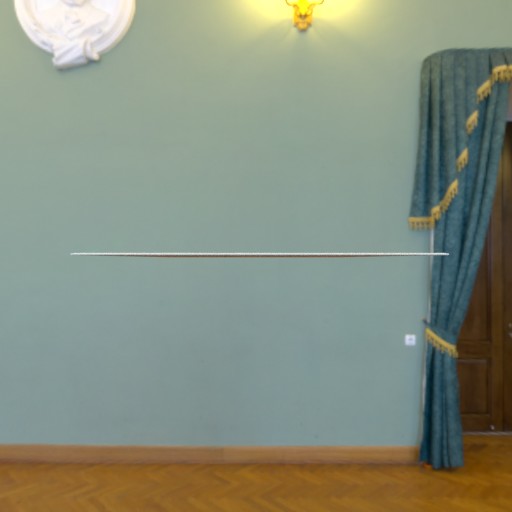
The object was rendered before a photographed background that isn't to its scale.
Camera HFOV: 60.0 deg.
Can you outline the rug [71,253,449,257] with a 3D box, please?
[{"bbox_3d":[0.000,0.000,2.904,1.522,0.008,2.284,0,0,-1],"label":"rug"}]
